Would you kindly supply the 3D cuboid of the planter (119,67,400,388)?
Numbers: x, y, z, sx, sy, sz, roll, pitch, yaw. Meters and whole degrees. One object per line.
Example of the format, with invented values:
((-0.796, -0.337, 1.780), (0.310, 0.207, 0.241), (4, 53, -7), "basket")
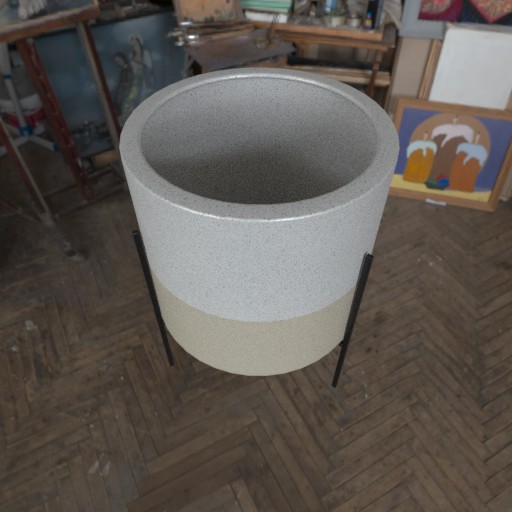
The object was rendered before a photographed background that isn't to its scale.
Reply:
((0.000, 0.000, 0.747), (0.368, 0.484, 0.359), (-16, 49, -15), "planter")
